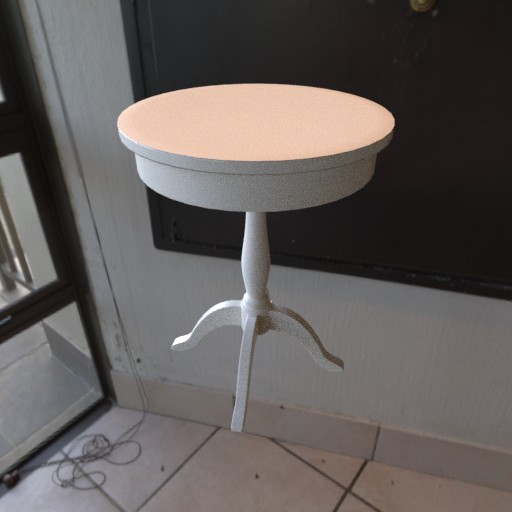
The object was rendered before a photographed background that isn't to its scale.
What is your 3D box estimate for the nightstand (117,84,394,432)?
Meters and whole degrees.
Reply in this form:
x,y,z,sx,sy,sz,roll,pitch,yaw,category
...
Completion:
x,y,z,sx,sy,sz,roll,pitch,yaw,category
0.000,0.000,1.022,0.513,0.653,0.513,11,34,16,nightstand
